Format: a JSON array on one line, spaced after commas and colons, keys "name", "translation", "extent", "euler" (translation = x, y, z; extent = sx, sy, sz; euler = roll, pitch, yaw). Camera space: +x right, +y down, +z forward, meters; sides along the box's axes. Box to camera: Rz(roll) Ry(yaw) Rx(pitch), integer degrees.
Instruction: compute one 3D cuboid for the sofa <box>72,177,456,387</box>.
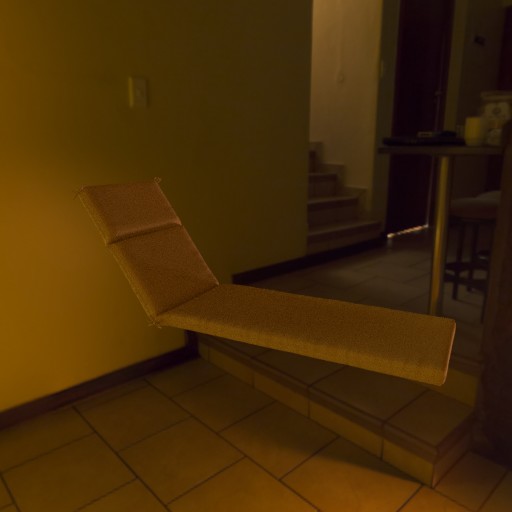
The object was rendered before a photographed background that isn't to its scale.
[{"name": "sofa", "translation": [0.000, 0.000, 1.982], "extent": [1.663, 0.622, 0.582], "euler": [7, 15, 26]}]
